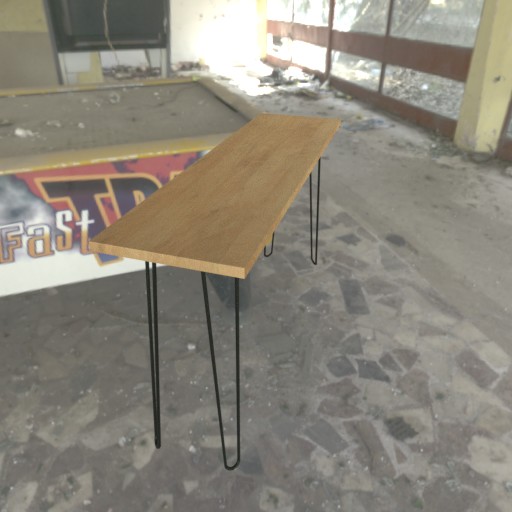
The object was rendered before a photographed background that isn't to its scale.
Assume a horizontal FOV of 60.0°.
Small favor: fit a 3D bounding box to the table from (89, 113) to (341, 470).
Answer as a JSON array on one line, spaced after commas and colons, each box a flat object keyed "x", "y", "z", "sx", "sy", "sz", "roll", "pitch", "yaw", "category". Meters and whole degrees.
[{"x": 0.000, "y": 0.000, "z": 1.792, "sx": 0.399, "sy": 0.799, "sz": 1.400, "roll": 9, "pitch": 32, "yaw": 15, "category": "table"}]
